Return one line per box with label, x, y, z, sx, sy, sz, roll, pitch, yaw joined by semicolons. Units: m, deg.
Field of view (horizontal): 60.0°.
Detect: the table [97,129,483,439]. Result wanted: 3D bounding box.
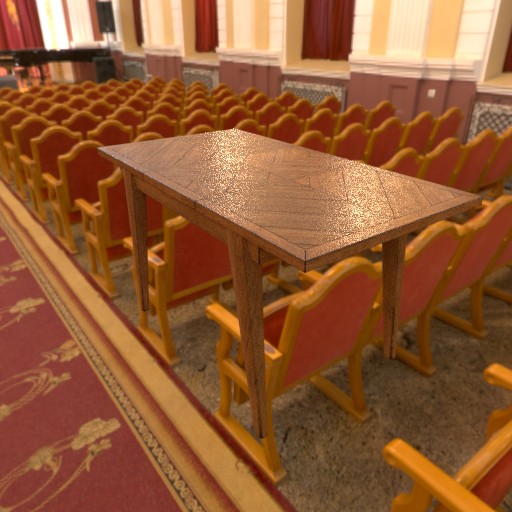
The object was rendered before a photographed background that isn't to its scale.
table;0.000;0.000;1.876;0.757;0.760;1.400;-18;32;-32
